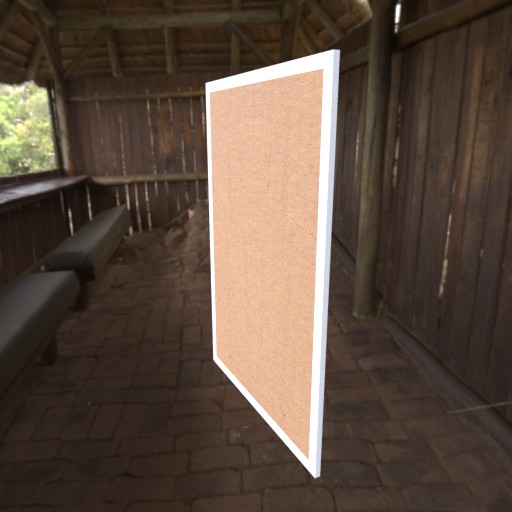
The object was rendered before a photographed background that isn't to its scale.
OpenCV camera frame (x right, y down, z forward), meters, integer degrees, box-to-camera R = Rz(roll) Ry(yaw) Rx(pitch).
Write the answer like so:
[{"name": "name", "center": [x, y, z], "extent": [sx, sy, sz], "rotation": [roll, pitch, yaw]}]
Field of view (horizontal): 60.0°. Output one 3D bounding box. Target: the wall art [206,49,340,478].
[{"name": "wall art", "center": [0.000, 0.000, 1.242], "extent": [0.015, 0.965, 0.660], "rotation": [-8, 17, -26]}]
